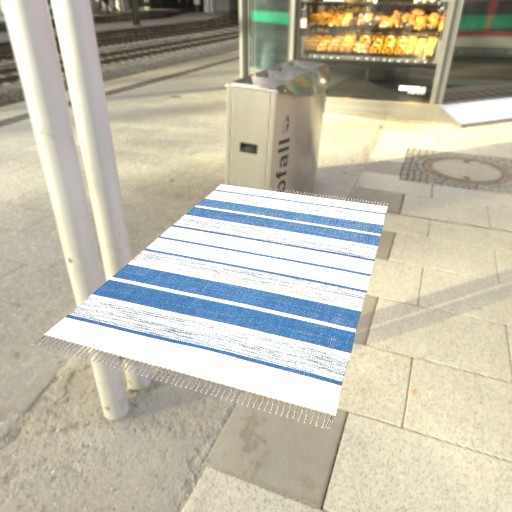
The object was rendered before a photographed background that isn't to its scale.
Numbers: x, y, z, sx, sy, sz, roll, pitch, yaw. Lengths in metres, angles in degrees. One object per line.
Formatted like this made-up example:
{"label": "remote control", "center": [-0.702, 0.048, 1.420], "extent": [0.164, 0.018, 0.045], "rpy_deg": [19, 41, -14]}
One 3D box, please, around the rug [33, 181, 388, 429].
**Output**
{"label": "rug", "center": [0.000, 0.000, 3.010], "extent": [1.532, 0.010, 2.441], "rpy_deg": [10, 32, 17]}
